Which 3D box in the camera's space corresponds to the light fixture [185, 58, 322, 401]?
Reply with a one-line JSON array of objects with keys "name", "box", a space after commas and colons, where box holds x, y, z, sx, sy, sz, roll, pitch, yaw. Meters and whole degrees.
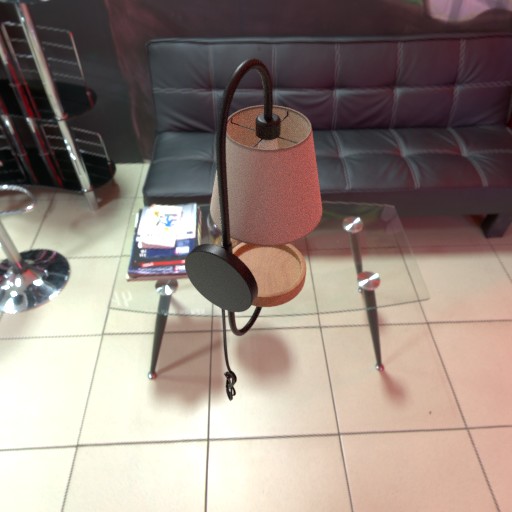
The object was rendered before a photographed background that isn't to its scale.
[{"name": "light fixture", "box": [0.000, 0.000, 0.922, 0.220, 0.821, 0.299, 23, 50, 21]}]
